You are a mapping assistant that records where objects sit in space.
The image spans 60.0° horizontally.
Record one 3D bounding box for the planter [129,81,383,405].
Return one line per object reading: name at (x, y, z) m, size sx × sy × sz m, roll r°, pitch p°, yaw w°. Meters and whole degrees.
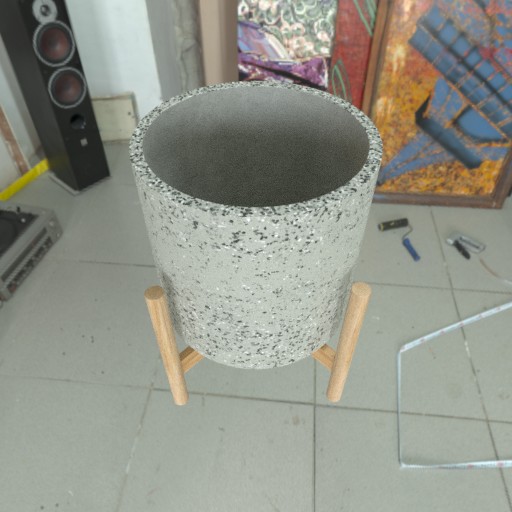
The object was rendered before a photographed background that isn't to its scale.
planter at (0.000, 0.000, 0.688) m, size 0.360 × 0.419 × 0.360 m, roll -17°, pitch 48°, yaw -16°
